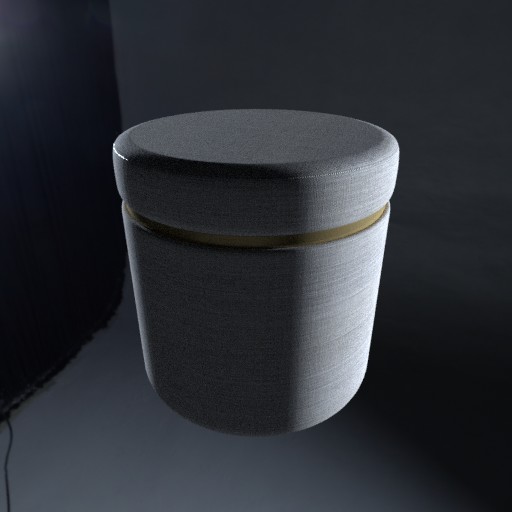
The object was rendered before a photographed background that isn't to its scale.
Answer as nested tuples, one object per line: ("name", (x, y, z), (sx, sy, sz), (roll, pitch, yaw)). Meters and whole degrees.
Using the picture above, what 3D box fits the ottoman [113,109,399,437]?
("ottoman", (0.000, 0.000, 0.725), (0.400, 0.406, 0.400), (0, 27, 0))
